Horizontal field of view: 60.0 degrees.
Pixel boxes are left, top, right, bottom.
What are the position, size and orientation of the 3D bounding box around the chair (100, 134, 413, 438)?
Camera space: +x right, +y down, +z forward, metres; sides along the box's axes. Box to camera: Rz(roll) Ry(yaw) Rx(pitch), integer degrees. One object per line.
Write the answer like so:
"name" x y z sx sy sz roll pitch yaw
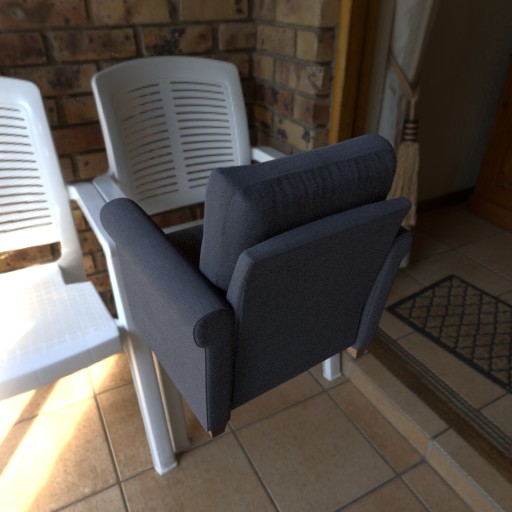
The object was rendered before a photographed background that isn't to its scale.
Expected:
"chair" 0.000 0.000 1.635 0.867 0.942 0.828 -20 37 -28
